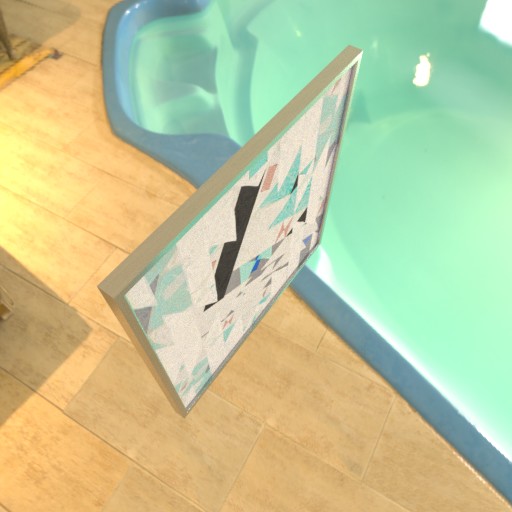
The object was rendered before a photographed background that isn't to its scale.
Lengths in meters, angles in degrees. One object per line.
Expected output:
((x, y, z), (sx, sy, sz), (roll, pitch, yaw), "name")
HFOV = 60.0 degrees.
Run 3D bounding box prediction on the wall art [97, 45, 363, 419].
((0.000, 0.000, 1.210), (0.038, 0.806, 0.806), (31, 62, 18), "wall art")
